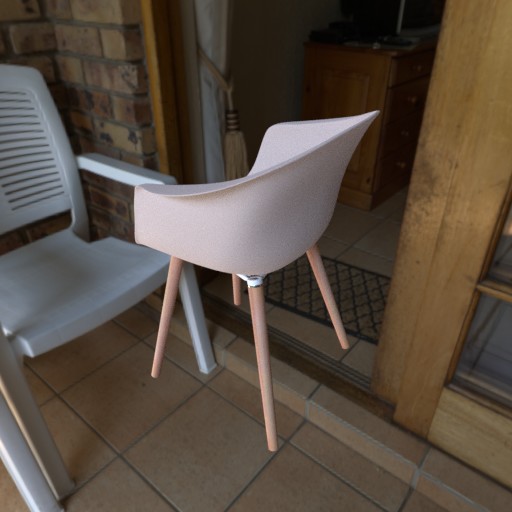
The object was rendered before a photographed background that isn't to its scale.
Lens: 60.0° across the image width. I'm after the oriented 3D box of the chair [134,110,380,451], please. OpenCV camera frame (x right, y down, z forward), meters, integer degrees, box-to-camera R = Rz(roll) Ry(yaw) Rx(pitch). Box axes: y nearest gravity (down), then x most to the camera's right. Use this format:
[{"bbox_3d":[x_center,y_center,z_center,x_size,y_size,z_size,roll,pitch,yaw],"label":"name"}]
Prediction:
[{"bbox_3d":[0.000,0.000,1.155,0.504,0.781,0.593,20,37,28],"label":"chair"}]
